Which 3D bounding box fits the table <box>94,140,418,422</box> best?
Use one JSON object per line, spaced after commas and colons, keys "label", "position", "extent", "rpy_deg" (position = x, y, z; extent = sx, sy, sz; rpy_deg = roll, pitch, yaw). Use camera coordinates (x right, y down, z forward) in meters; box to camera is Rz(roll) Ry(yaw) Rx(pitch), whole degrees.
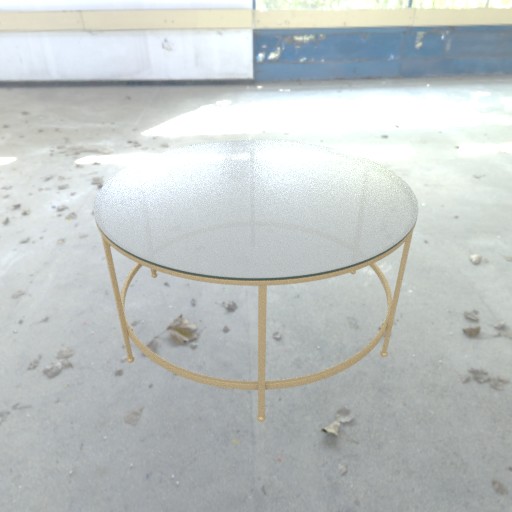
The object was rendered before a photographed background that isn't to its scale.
{"label": "table", "position": [0.000, 0.000, 1.432], "extent": [0.914, 0.470, 0.914], "rpy_deg": [0, 33, 0]}
